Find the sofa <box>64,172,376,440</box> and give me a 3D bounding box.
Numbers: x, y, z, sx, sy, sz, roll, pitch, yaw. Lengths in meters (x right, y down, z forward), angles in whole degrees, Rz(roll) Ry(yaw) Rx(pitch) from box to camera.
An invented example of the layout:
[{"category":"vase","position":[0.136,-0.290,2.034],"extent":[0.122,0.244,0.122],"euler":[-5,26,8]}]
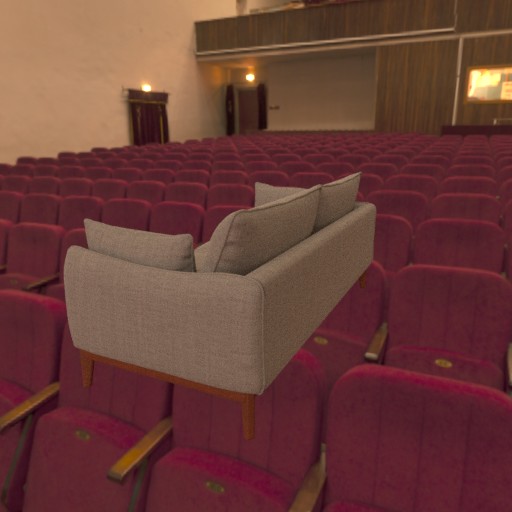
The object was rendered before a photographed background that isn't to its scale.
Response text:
[{"category":"sofa","position":[0.000,0.000,2.531],"extent":[0.972,0.851,1.989],"euler":[7,17,25]}]
